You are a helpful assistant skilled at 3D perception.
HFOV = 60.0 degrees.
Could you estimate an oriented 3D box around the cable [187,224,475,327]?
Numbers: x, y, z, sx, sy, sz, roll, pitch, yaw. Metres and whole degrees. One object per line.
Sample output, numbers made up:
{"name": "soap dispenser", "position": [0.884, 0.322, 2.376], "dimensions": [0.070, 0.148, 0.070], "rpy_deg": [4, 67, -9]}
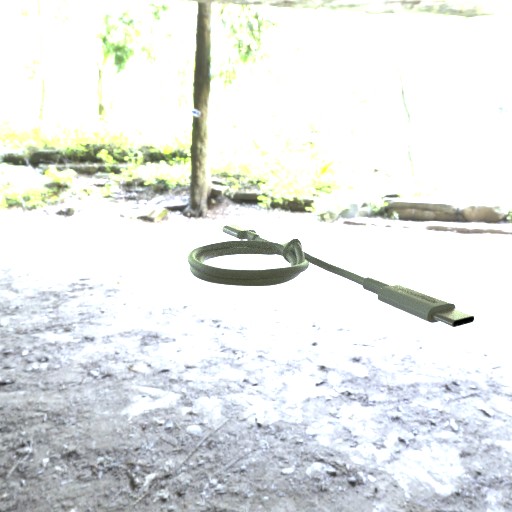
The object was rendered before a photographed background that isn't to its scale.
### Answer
{"name": "cable", "position": [0.000, 0.000, 0.224], "dimensions": [0.070, 0.014, 0.203], "rpy_deg": [-7, 16, -26]}
